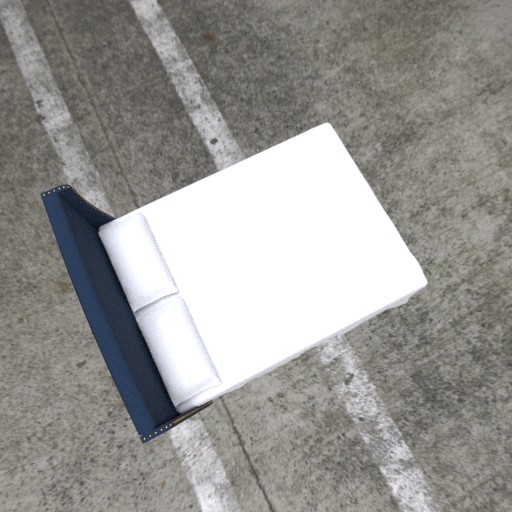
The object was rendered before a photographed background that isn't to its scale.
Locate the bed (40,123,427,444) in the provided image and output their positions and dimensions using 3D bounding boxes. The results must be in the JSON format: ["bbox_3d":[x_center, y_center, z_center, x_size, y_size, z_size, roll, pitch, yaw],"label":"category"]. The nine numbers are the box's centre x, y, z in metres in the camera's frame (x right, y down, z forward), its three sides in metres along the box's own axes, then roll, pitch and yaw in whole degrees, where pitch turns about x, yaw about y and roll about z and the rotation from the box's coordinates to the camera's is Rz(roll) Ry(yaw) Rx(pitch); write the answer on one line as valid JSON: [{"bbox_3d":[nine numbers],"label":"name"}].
[{"bbox_3d":[0.000,0.000,3.238,2.223,1.402,1.604,-26,77,-7],"label":"bed"}]
